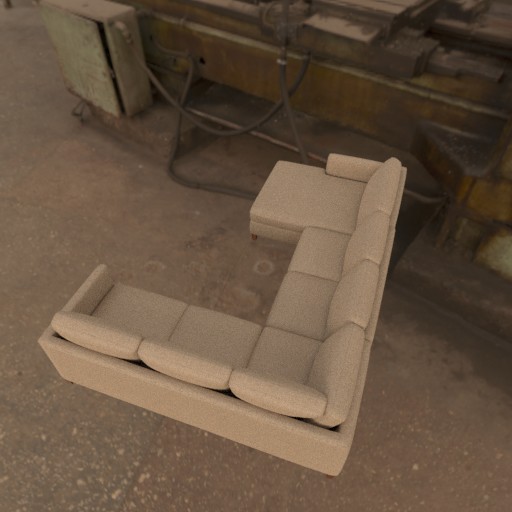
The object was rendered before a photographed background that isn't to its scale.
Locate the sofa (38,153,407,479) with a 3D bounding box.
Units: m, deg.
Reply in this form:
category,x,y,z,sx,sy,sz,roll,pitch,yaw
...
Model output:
category,x,y,z,sx,sy,sz,roll,pitch,yaw
sofa,0.000,0.000,4.495,2.551,0.889,3.403,14,48,13
